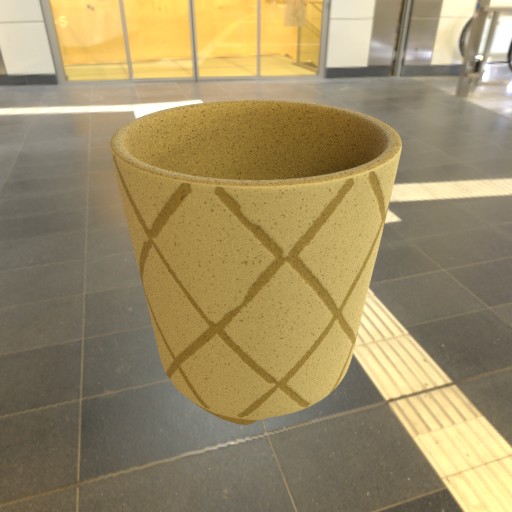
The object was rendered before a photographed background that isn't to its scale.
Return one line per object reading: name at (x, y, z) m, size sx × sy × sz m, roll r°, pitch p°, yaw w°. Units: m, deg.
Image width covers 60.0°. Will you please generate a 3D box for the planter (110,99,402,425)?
planter at (0.000, 0.000, 0.352) m, size 0.191 × 0.199 × 0.191 m, roll 0°, pitch 32°, yaw 0°
